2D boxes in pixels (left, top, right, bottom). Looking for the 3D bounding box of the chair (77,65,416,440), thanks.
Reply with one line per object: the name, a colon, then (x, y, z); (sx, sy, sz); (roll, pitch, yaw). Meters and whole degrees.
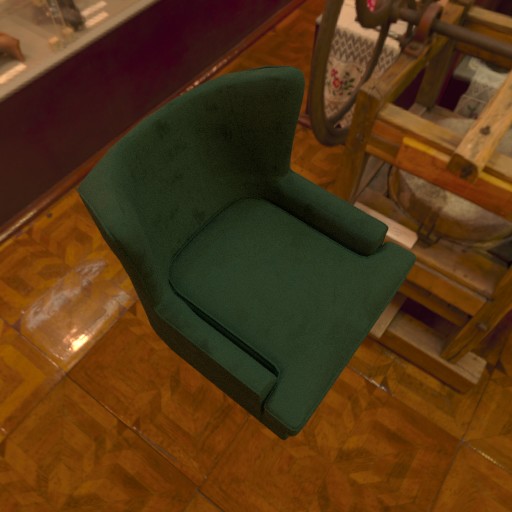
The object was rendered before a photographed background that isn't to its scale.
chair: (0.000, 0.000, 1.562); (0.910, 0.952, 0.793); (34, 64, 19)
